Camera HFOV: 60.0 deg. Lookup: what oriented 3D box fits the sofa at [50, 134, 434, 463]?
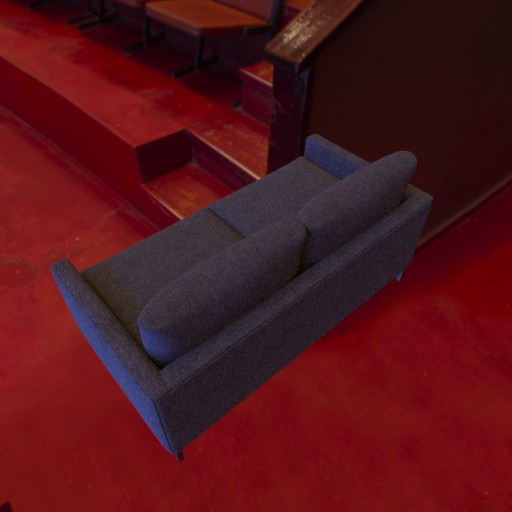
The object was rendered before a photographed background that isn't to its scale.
[{"bbox_3d":[0.000,0.000,2.239,1.716,0.862,0.866,-32,54,-27],"label":"sofa"}]
